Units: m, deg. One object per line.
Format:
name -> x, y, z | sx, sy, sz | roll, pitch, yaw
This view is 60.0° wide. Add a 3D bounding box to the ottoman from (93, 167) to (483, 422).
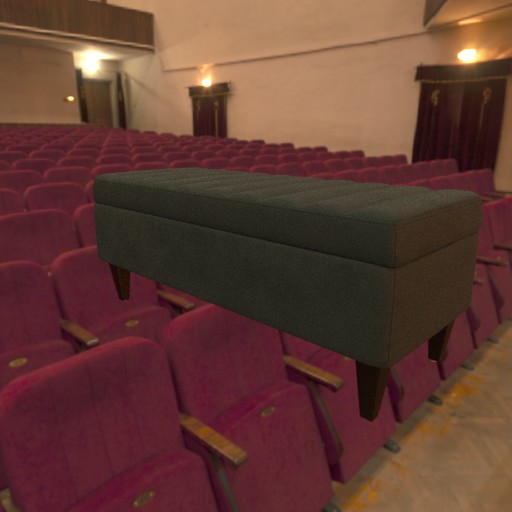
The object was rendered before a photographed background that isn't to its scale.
ottoman -> 0.000, 0.000, 1.376 | 1.151, 0.469, 0.482 | 15, 21, 42
